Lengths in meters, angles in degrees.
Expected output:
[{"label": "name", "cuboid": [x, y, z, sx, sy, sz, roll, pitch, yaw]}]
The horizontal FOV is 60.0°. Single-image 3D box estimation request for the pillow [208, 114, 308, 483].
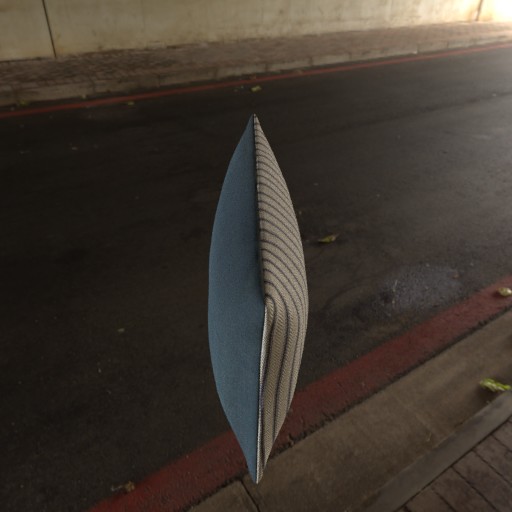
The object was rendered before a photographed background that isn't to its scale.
[{"label": "pillow", "cuboid": [0.000, 0.000, 0.737, 0.151, 0.305, 0.609, -1, 33, -1]}]
